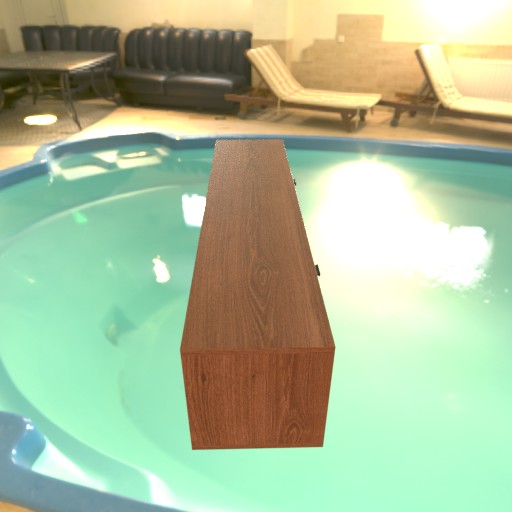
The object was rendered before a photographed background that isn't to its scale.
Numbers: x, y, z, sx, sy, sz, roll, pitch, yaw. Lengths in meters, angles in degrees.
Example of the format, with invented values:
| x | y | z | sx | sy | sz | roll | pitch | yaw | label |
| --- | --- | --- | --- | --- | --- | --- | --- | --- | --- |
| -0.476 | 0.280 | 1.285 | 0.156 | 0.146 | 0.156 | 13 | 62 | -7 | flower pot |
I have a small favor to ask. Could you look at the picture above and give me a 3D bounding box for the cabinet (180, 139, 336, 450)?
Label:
| x | y | z | sx | sy | sz | roll | pitch | yaw | label |
| --- | --- | --- | --- | --- | --- | --- | --- | --- | --- |
| 0.000 | 0.000 | 1.881 | 0.400 | 0.500 | 1.650 | -1 | 32 | -1 | cabinet |
